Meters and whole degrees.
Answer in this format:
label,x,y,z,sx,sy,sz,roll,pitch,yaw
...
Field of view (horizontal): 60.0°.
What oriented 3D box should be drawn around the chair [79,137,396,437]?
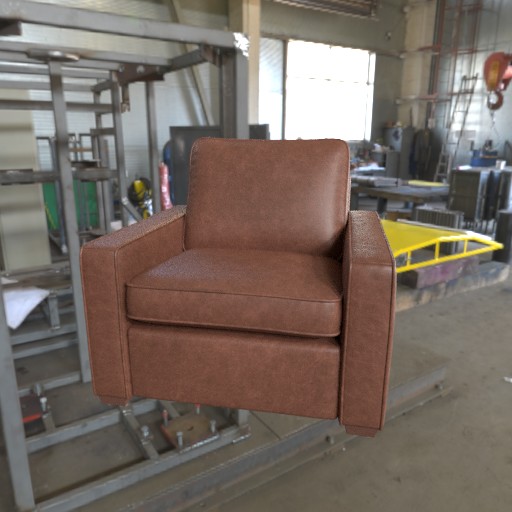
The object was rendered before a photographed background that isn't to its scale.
label,x,y,z,sx,sy,sz,roll,pitch,yaw
chair,0.000,0.000,1.781,1.017,0.919,0.940,3,16,11
